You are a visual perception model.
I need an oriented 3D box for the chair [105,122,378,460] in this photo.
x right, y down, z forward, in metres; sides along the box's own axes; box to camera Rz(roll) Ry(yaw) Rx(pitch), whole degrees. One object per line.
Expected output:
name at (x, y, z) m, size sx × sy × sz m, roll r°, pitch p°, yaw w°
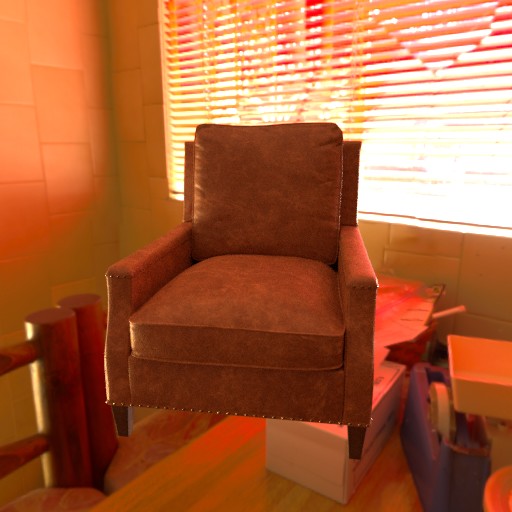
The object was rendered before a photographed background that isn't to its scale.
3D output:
chair at (0.000, 0.000, 1.760) m, size 0.854 × 1.054 × 1.035 m, roll 2°, pitch 14°, yaw 8°
